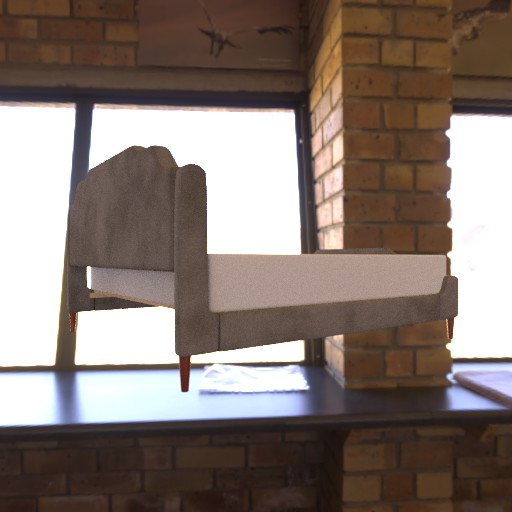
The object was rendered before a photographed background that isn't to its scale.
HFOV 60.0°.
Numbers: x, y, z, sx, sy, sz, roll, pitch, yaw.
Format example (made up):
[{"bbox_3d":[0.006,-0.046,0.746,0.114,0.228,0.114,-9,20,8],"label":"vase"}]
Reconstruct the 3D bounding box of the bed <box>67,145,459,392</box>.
[{"bbox_3d":[0.000,0.000,3.493,2.340,1.245,2.074,0,0,-36],"label":"bed"}]
